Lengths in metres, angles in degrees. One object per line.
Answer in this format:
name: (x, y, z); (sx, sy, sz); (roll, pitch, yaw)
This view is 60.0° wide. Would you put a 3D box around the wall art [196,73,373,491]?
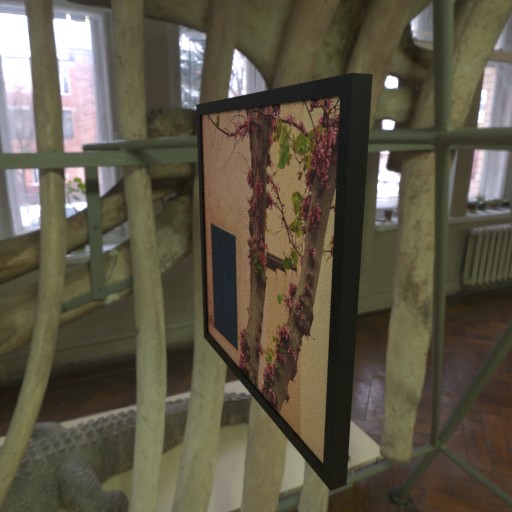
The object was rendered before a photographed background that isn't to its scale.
wall art: (0.000, 0.000, 1.107); (0.038, 0.762, 0.762); (-7, 17, -24)
